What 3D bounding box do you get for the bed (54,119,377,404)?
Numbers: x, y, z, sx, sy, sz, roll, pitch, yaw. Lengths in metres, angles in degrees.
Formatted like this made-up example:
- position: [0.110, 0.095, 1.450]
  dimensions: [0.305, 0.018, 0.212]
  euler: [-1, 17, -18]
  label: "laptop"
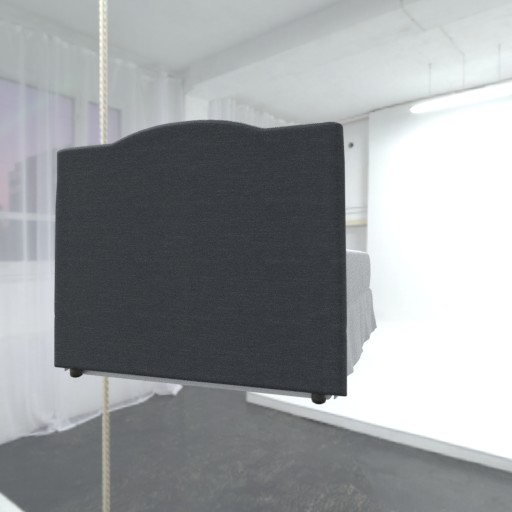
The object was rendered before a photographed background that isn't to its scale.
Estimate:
- position: [0.000, 0.000, 3.532]
  dimensions: [1.747, 1.441, 2.507]
  euler: [0, 0, 19]
  label: "bed"
